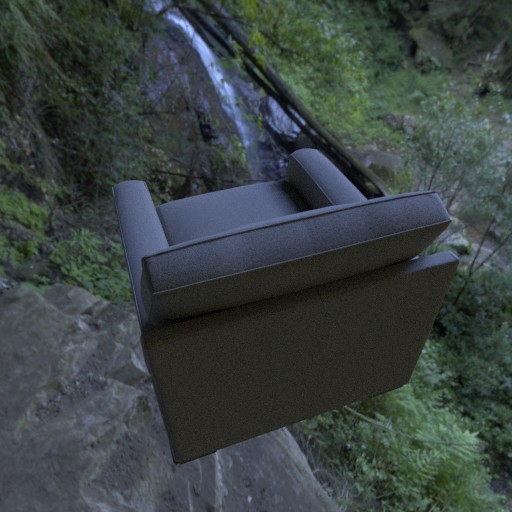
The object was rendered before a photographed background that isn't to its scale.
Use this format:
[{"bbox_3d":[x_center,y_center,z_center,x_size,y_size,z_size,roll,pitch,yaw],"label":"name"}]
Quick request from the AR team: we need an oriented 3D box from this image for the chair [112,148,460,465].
[{"bbox_3d":[0.000,0.000,1.795,0.999,0.934,1.044,-14,44,-14],"label":"chair"}]
